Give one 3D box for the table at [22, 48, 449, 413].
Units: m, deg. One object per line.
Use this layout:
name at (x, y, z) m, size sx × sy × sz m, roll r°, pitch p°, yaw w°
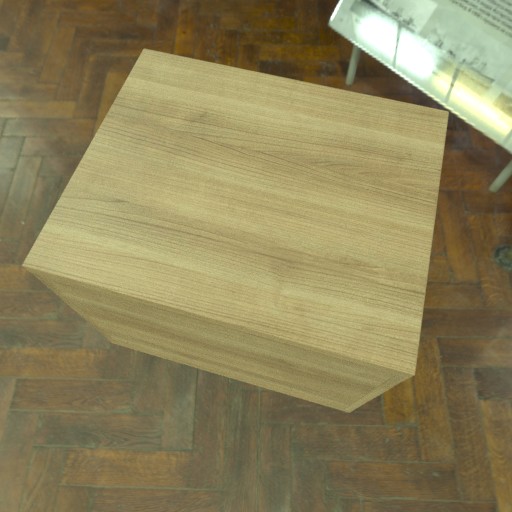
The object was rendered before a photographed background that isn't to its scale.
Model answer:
table at (0.000, 0.000, 0.763) m, size 0.445 × 0.460 × 0.380 m, roll 14°, pitch 65°, yaw 7°
